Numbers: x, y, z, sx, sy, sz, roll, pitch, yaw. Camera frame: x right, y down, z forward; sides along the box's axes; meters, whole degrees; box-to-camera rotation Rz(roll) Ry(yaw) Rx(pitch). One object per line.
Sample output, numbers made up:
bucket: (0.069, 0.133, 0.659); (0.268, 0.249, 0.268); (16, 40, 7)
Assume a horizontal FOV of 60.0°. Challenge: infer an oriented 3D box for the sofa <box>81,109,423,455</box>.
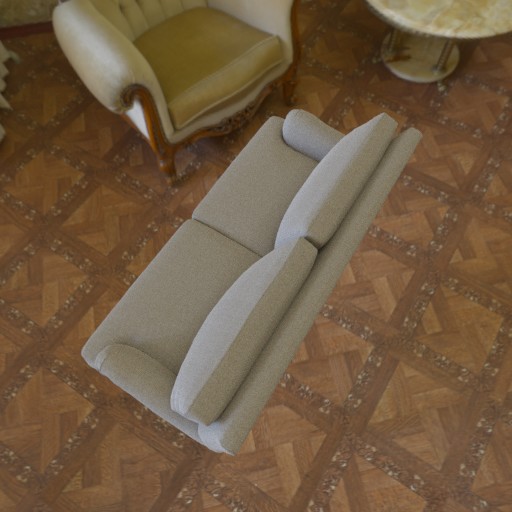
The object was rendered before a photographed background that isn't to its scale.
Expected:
sofa: (0.000, 0.000, 2.783); (1.087, 1.054, 2.160); (29, 66, 14)
